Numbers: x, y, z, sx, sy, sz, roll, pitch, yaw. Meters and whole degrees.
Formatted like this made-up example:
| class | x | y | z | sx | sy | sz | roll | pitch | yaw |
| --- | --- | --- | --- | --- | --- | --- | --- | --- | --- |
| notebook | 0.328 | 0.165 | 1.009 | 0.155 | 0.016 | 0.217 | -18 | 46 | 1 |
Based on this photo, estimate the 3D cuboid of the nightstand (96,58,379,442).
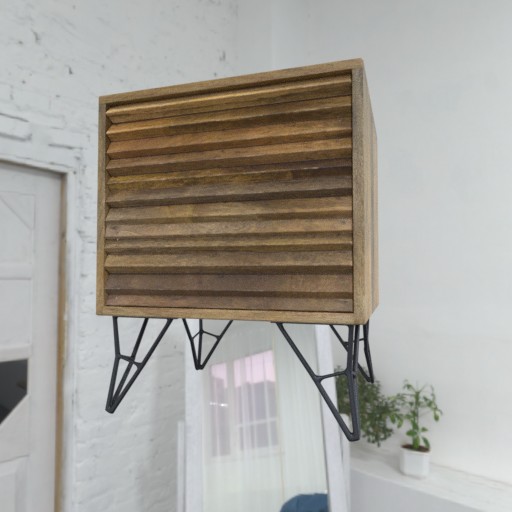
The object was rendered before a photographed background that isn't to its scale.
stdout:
| class | x | y | z | sx | sy | sz | roll | pitch | yaw |
| --- | --- | --- | --- | --- | --- | --- | --- | --- | --- |
| nightstand | 0.000 | 0.000 | 0.893 | 0.457 | 0.559 | 0.406 | -1 | -2 | 18 |
